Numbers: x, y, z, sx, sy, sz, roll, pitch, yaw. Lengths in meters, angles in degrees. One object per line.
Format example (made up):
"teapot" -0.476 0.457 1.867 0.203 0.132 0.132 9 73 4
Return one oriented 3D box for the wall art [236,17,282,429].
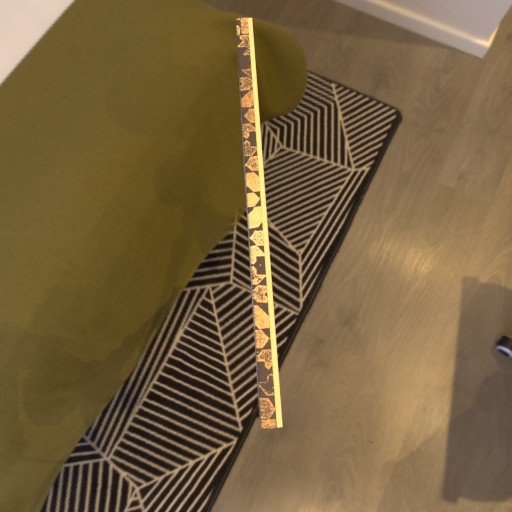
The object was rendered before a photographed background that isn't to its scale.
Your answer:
"wall art" 0.000 0.000 1.361 0.038 0.914 0.914 -3 74 -1
